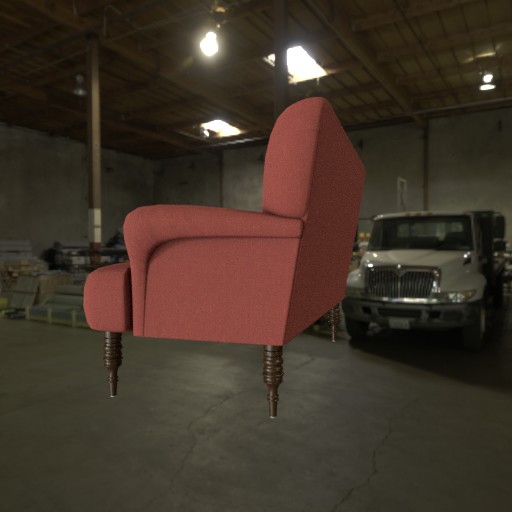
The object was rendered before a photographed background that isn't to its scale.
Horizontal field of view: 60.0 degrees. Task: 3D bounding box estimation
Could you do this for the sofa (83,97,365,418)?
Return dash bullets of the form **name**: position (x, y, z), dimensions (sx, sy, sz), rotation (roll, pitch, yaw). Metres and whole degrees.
- **sofa**: position (0.000, 0.000, 1.833), dimensions (0.779, 0.889, 1.297), rotation (0, 1, 19)
